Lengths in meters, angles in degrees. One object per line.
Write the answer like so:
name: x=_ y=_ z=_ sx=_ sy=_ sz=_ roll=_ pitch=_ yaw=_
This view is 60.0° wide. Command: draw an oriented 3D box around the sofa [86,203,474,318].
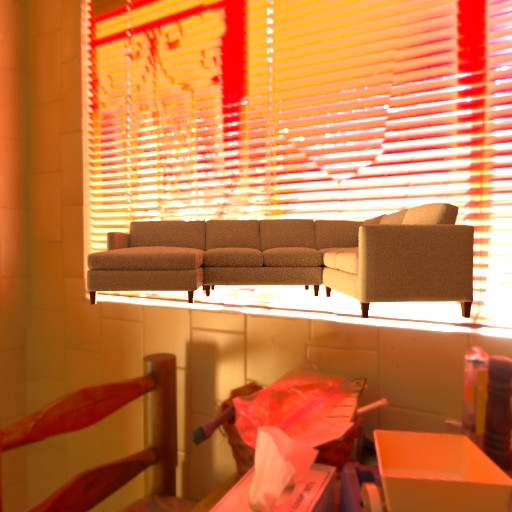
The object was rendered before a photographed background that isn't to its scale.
sofa: x=0.000 y=0.000 z=4.753 sx=3.460 sy=0.961 sz=2.594 roll=0 pitch=1 yaw=-2
